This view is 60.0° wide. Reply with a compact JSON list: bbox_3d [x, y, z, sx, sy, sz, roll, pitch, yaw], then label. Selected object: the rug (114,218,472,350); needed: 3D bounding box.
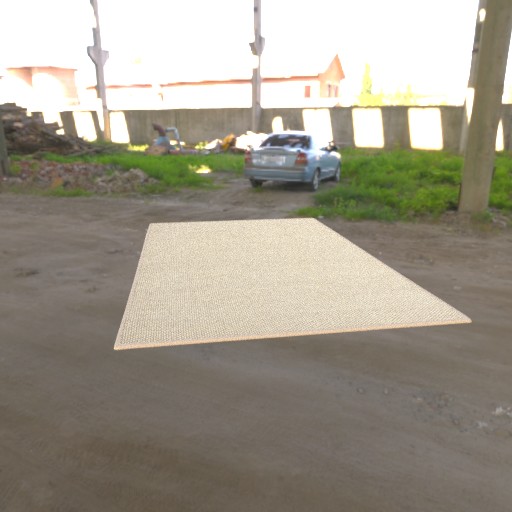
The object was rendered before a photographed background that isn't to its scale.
[{"bbox_3d":[0.000,0.000,2.069,1.067,0.013,1.676,-3,16,-9],"label":"rug"}]
